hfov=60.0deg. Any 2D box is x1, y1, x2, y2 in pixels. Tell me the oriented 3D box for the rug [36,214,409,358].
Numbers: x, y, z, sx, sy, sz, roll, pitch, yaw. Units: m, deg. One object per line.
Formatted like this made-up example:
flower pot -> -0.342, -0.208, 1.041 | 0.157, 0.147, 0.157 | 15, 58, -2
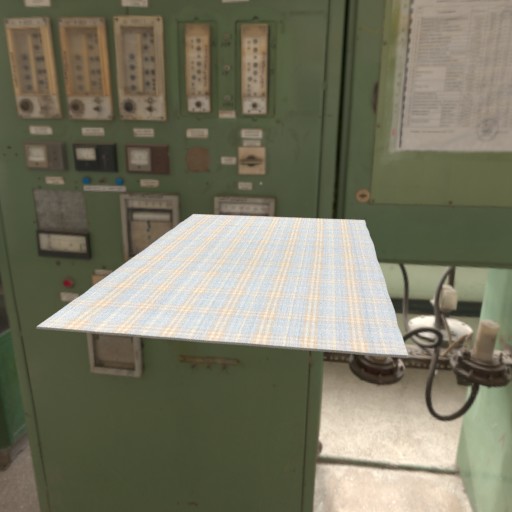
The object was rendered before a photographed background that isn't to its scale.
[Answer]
rug -> 0.000, 0.000, 2.274 | 1.231, 0.012, 1.835 | 3, 18, 9
